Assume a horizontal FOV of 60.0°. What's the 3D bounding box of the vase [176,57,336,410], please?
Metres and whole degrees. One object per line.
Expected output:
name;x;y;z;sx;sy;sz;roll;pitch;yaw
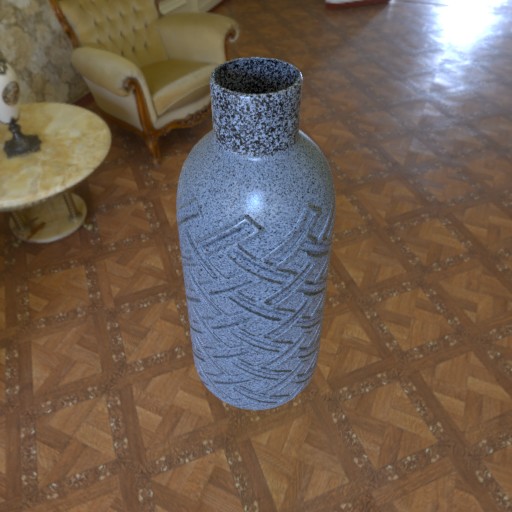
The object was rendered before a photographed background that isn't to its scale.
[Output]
vase;0.000;0.000;0.343;0.122;0.282;0.122;0;45;0
